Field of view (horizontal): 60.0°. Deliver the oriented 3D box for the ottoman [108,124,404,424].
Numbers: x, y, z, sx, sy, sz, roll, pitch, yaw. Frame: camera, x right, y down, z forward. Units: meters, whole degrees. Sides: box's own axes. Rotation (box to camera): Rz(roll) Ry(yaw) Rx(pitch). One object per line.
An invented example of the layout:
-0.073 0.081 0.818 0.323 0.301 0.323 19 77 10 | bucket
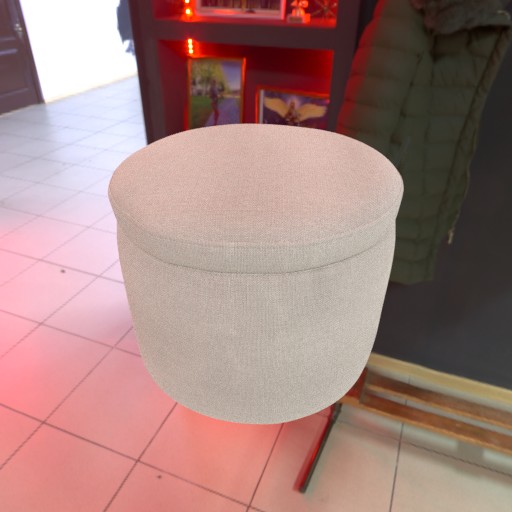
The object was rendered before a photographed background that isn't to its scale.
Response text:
0.000 0.000 0.856 0.497 0.409 0.497 0 33 0 | ottoman
